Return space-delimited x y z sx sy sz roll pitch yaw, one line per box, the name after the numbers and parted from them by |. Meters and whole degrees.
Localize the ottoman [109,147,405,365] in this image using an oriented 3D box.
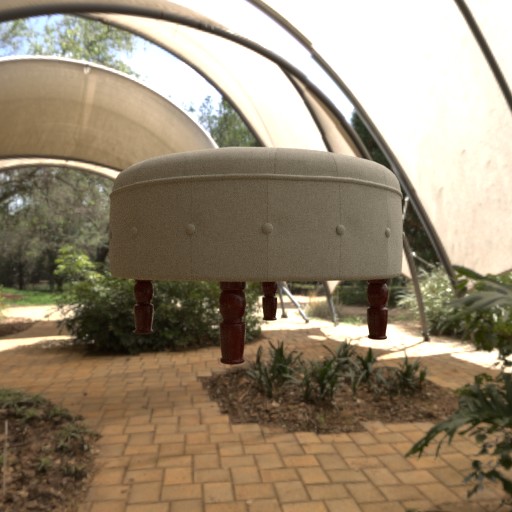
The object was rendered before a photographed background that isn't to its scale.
0.000 0.000 1.348 0.850 0.483 0.850 0 -1 0 | ottoman
